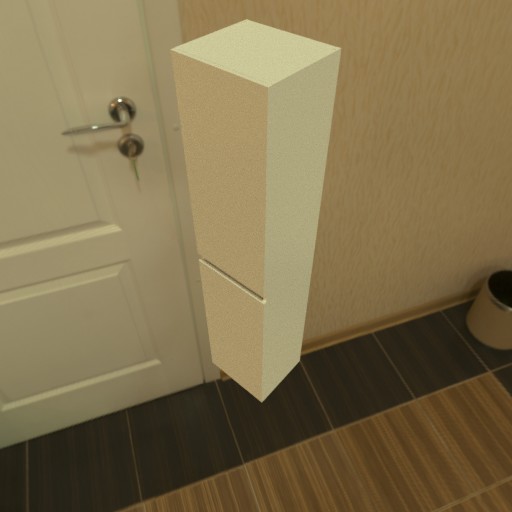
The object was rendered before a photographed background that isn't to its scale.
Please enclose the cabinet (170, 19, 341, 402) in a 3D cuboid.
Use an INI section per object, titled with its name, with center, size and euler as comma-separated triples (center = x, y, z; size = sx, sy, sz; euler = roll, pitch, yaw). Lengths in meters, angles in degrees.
[cabinet]
center = 0.000, 0.000, 1.545
size = 0.300, 1.400, 0.269
euler = 32, 54, 27
